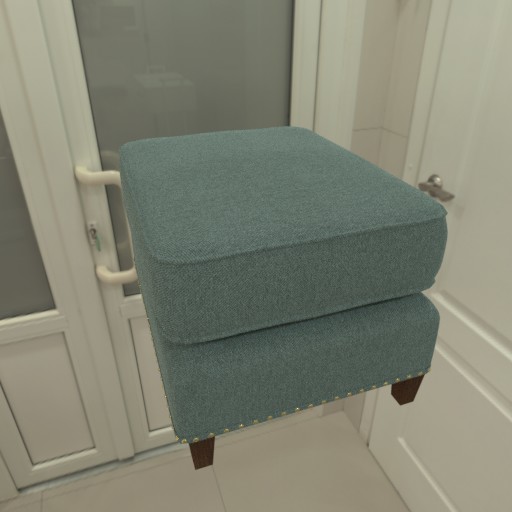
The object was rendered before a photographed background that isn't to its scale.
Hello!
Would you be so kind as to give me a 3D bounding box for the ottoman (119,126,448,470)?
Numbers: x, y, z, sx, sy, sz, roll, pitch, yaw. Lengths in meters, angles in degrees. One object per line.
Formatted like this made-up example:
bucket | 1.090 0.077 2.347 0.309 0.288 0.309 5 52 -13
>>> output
ottoman | 0.000 0.000 1.126 0.589 0.537 0.738 -10 31 -17
